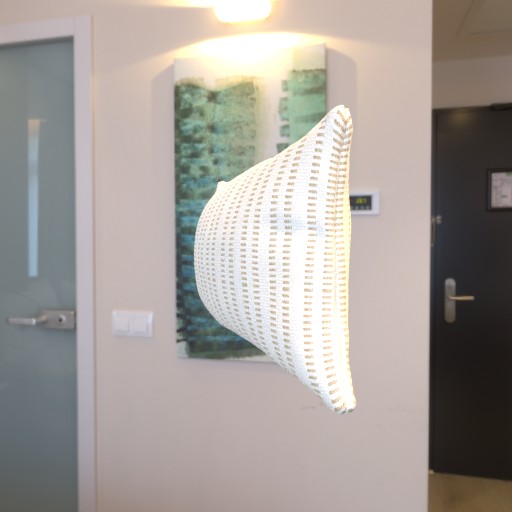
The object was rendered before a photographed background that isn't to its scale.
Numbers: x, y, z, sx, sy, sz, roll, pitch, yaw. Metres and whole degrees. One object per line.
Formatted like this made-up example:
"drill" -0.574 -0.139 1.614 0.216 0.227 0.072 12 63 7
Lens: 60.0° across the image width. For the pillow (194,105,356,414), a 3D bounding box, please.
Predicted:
"pillow" 0.000 0.000 0.798 0.210 0.353 0.640 0 1 -17
